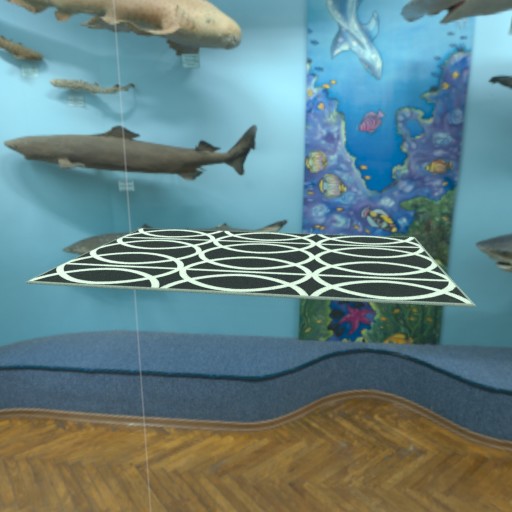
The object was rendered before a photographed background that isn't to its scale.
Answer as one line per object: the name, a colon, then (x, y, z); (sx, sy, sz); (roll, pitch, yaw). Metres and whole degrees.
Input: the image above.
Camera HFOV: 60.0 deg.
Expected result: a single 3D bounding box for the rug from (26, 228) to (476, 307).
rug: (0.000, 0.000, 2.932); (2.290, 0.014, 1.526); (2, 15, 9)
